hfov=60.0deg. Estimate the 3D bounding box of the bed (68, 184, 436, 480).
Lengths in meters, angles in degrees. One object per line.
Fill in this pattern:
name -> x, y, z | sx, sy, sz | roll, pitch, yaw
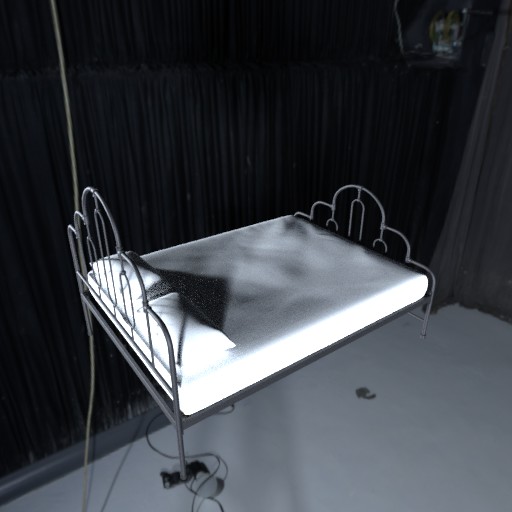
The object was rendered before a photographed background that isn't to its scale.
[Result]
bed -> 0.000, 0.000, 3.232 | 2.163, 1.429, 1.640 | -18, 31, -32
